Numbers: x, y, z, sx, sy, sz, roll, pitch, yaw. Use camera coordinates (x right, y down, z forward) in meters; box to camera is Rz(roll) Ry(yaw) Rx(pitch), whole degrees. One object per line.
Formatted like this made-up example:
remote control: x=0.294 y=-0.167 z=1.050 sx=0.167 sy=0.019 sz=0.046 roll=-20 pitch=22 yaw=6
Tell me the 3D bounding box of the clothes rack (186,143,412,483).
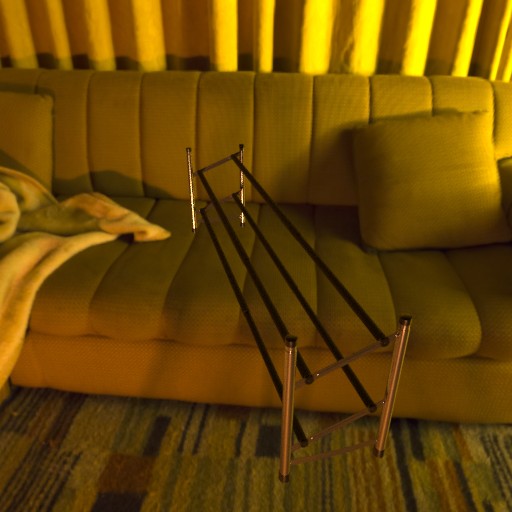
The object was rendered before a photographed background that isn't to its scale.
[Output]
clothes rack: x=0.000 y=0.000 z=1.287 sx=0.229 sy=0.349 sz=1.168 roll=-8 pitch=30 yaw=-14
